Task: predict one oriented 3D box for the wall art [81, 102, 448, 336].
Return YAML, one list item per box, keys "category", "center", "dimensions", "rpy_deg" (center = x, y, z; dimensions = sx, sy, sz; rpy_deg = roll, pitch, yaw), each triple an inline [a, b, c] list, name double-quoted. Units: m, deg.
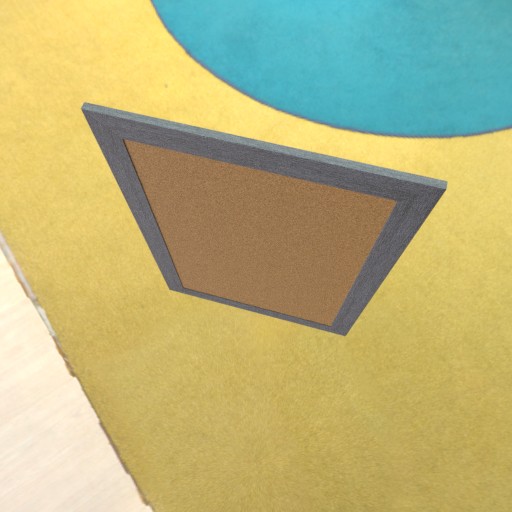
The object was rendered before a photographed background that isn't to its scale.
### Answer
- category: "wall art"
  center: [0.000, 0.000, 1.386]
  dimensions: [0.768, 1.070, 0.020]
  rpy_deg: [14, 65, 7]
